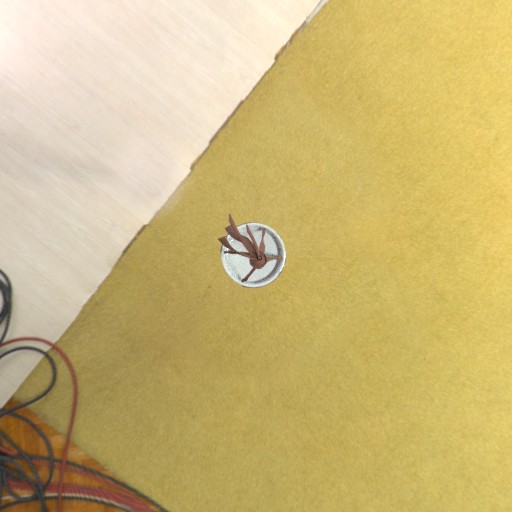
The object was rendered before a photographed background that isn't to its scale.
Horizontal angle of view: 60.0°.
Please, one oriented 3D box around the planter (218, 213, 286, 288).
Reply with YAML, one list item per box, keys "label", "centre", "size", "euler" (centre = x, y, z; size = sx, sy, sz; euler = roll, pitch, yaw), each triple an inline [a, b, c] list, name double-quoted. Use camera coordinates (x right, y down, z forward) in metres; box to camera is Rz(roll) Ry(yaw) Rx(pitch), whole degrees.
- label: "planter"
  centre: [0.000, 0.000, 0.822]
  size: [0.166, 0.751, 0.166]
  euler: [0, 90, -1]
